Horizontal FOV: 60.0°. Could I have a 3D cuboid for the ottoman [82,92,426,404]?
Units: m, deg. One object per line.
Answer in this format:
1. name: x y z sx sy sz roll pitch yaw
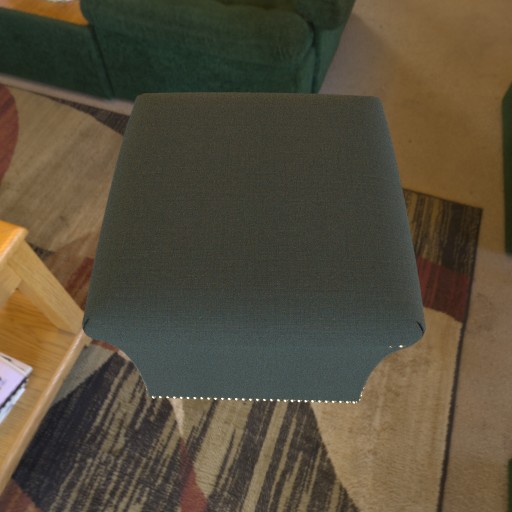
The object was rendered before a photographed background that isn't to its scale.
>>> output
1. ottoman: 0.000 0.000 0.901 0.497 0.475 0.507 1 59 1
